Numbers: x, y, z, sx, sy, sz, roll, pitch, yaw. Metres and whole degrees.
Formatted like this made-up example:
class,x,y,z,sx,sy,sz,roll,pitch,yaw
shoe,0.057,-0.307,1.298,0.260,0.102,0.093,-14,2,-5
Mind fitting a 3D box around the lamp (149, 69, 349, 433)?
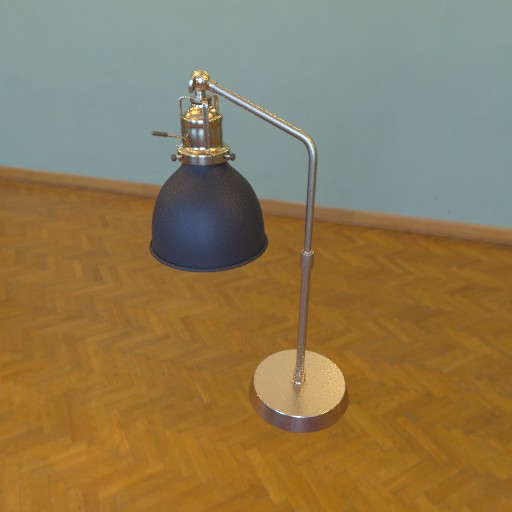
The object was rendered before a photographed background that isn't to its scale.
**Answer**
class,x,y,z,sx,sy,sz,roll,pitch,yaw
lamp,0.000,0.000,0.590,0.291,0.456,0.160,8,30,15
